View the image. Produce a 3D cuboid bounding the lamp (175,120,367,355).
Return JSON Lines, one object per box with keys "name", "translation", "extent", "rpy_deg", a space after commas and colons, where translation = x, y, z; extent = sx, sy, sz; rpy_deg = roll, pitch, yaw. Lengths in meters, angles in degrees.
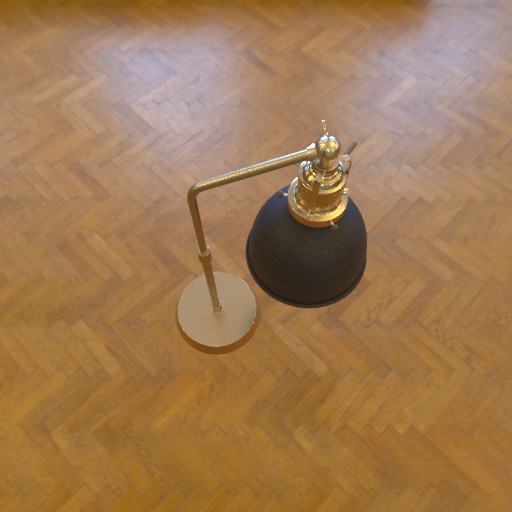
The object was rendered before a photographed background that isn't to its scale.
{"name": "lamp", "translation": [0.000, 0.000, 0.596], "extent": [0.291, 0.456, 0.160], "rpy_deg": [-1, 64, 0]}
